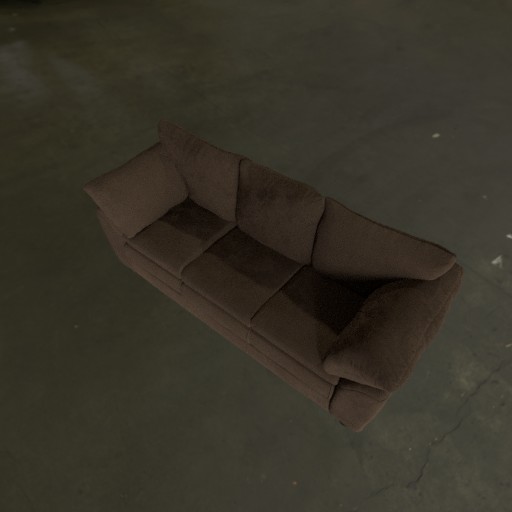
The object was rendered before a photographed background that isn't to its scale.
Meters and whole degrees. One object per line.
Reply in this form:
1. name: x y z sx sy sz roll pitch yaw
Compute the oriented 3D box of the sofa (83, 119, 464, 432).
1. sofa: 0.000 0.000 2.861 2.336 1.015 0.878 31 53 27
